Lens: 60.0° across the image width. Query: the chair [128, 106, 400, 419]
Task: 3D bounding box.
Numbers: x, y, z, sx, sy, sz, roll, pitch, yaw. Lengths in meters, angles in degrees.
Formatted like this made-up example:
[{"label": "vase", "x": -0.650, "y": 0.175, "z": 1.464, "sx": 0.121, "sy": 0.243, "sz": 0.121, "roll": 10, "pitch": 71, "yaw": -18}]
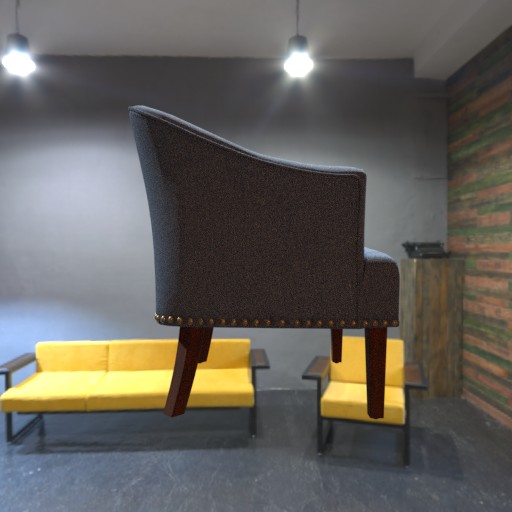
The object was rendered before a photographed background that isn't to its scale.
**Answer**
[{"label": "chair", "x": 0.000, "y": 0.000, "z": 1.402, "sx": 0.704, "sy": 0.815, "sz": 0.772, "roll": 0, "pitch": 0, "yaw": 0}]
